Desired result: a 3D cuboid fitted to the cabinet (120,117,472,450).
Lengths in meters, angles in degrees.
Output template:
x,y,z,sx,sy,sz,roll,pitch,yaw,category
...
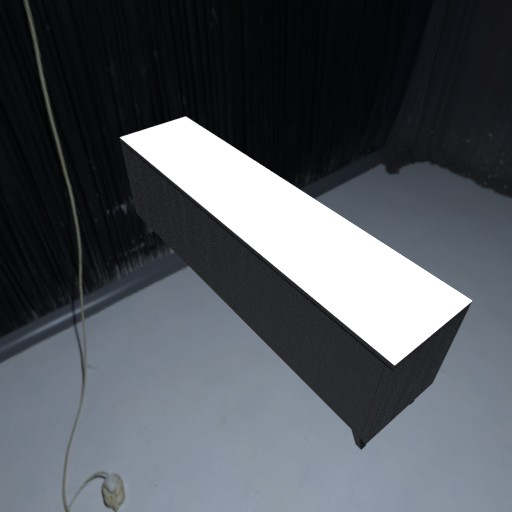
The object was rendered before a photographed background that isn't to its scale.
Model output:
x,y,z,sx,sy,sz,roll,pitch,yaw,category
0.000,0.000,2.583,0.499,0.779,2.198,-28,49,-28,cabinet
